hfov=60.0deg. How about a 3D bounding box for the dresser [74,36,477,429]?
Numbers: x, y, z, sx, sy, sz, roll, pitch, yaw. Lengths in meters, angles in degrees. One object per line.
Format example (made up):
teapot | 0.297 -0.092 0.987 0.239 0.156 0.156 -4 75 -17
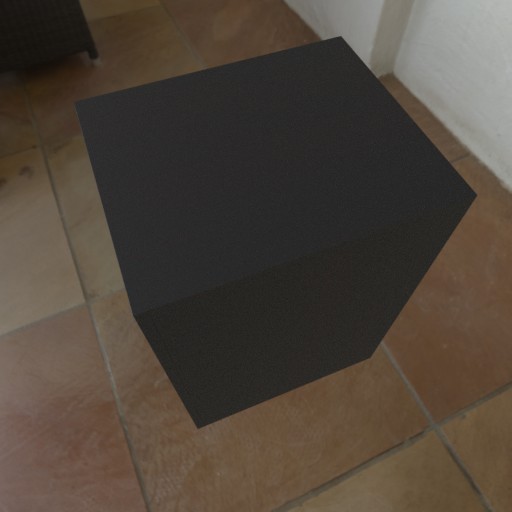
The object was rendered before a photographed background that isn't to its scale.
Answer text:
dresser | 0.000 0.000 0.792 0.400 0.560 0.360 -19 60 -11
